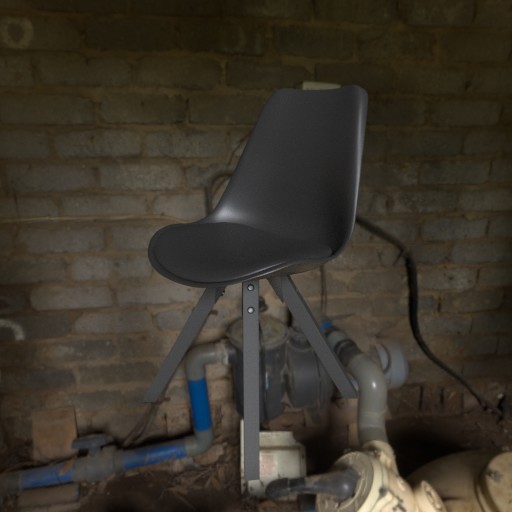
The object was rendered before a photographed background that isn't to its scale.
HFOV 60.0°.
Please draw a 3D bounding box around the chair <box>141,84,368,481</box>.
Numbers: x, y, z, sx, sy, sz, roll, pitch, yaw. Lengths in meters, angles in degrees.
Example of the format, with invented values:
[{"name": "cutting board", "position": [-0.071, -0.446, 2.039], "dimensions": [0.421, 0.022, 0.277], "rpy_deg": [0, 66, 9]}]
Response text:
[{"name": "chair", "position": [0.000, 0.000, 1.161], "dimensions": [0.485, 0.850, 0.530], "rpy_deg": [16, 24, 41]}]
